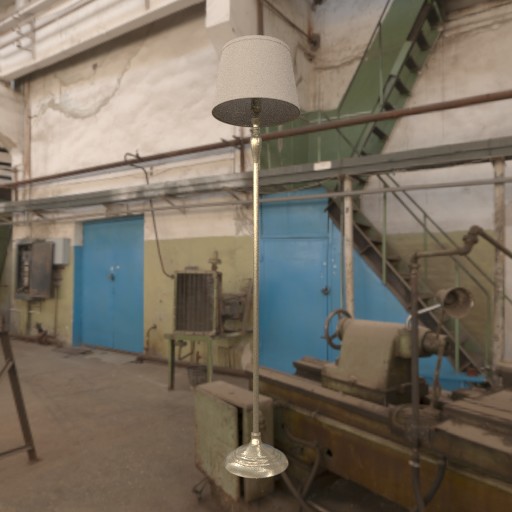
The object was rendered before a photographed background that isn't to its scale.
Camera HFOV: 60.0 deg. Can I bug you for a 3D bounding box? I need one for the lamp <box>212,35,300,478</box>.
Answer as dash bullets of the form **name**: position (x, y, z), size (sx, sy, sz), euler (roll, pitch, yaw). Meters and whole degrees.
- **lamp**: position (0.000, 0.000, 1.629), size (0.327, 1.506, 0.327), euler (-1, -1, 36)
